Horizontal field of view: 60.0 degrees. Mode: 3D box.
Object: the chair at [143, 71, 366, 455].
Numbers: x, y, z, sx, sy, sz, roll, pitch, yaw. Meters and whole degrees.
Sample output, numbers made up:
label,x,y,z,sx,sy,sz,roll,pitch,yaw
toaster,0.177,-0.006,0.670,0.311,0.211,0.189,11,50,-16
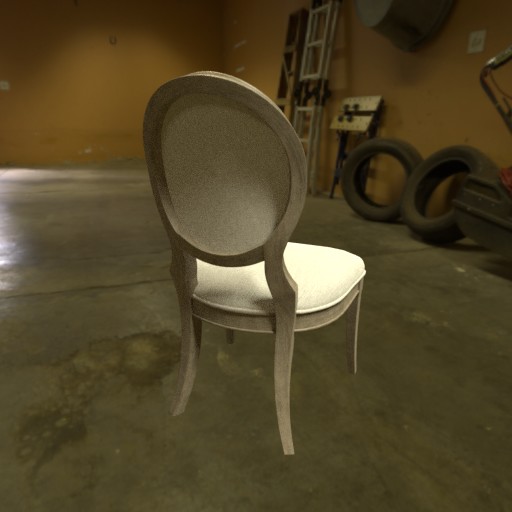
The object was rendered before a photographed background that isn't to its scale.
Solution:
label,x,y,z,sx,sy,sz,roll,pitch,yaw
chair,0.000,0.000,1.336,0.558,0.990,0.602,8,19,24
